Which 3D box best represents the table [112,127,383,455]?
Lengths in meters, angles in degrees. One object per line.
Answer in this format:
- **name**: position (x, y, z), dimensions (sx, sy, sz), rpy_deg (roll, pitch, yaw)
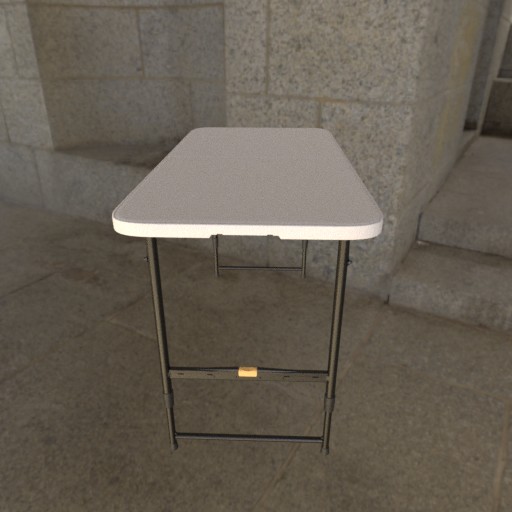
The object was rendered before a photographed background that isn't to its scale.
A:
- **table**: position (0.000, 0.000, 1.645), dimensions (0.611, 0.737, 1.245), rpy_deg (1, 25, 2)
